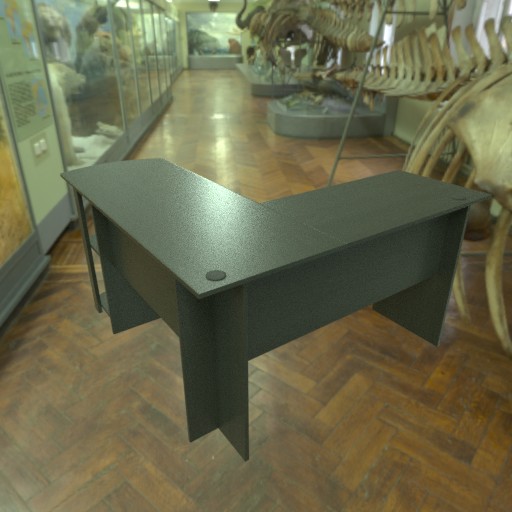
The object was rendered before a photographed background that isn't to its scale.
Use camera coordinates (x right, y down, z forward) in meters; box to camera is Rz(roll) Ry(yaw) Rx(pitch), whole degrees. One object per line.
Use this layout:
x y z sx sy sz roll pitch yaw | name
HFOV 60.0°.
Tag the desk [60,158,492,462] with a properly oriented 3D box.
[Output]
0.000 0.000 2.052 1.303 0.716 1.361 -17 31 -31 | desk
